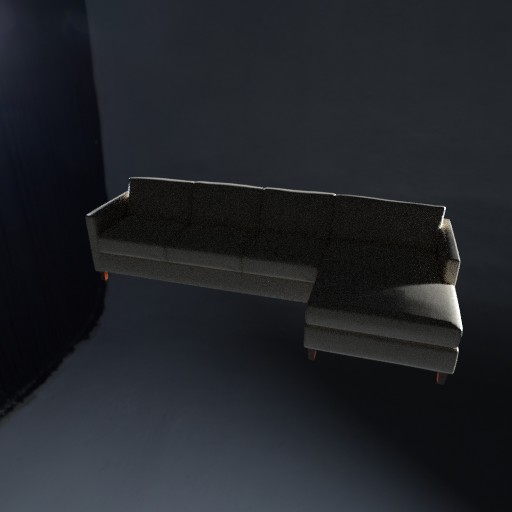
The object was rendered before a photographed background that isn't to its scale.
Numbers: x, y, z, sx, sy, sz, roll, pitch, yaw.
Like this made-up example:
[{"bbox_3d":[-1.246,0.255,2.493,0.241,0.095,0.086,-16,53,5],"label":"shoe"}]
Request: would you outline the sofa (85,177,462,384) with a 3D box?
[{"bbox_3d":[0.000,0.000,4.168,3.471,0.954,1.603,8,28,15],"label":"sofa"}]
